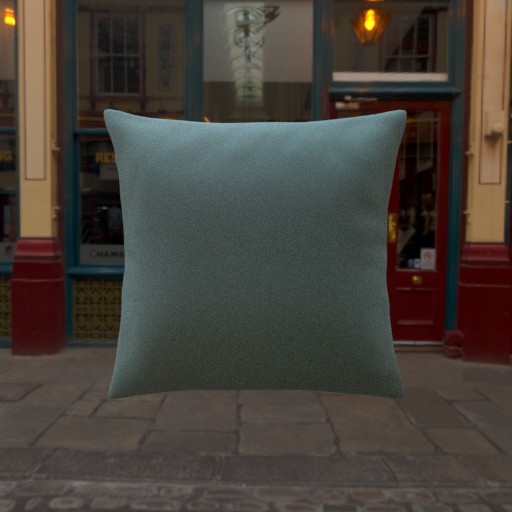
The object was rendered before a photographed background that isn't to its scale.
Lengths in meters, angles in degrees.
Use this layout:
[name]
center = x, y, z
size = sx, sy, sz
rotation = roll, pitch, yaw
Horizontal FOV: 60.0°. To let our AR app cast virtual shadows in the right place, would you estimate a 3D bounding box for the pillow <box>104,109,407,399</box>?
[pillow]
center = 0.000, 0.000, 0.778
size = 0.526, 0.507, 0.166
rotation = 0, 1, 0
